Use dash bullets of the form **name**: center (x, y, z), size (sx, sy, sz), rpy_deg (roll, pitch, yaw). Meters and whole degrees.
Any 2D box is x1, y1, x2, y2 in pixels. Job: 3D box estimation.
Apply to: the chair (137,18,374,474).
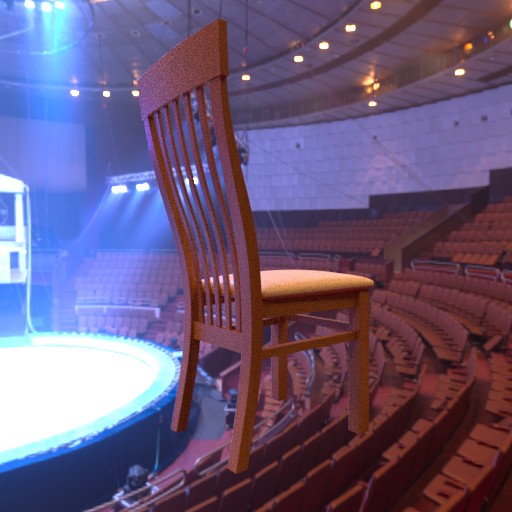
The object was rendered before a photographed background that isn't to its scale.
- **chair**: center (0.000, 0.000, 1.322), size (0.580, 1.050, 0.450), rpy_deg (0, 1, -37)
